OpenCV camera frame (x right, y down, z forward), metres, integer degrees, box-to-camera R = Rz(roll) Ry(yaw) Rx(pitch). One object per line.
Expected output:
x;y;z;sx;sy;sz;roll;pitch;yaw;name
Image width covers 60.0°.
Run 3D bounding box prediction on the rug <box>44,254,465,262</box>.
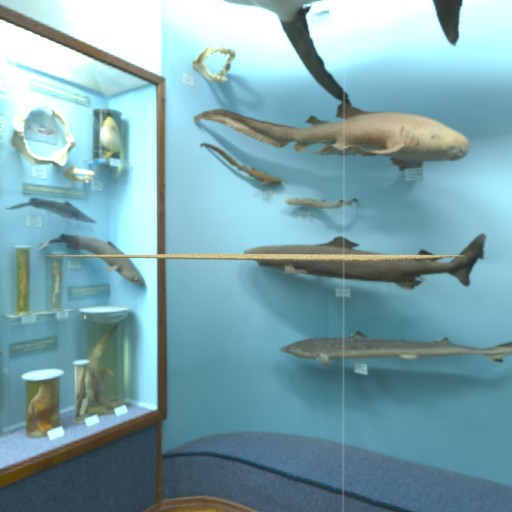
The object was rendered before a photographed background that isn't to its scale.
0.000;0.000;4.227;3.200;0.012;2.438;1;1;36;rug
